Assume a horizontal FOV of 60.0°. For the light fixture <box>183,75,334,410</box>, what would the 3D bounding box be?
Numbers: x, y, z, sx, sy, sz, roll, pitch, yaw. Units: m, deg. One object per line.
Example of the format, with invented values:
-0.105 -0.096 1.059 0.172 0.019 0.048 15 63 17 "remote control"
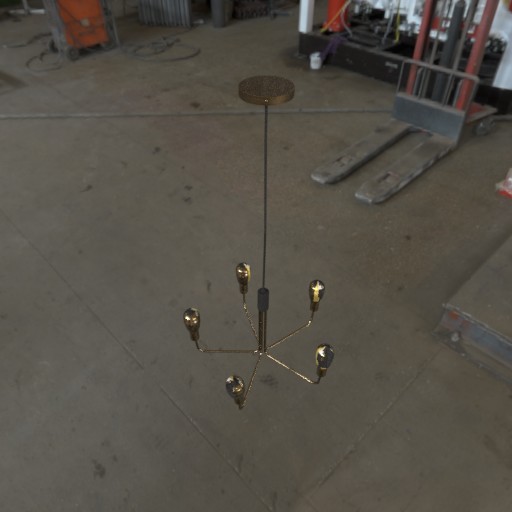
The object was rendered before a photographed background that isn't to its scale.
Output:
0.000 0.000 1.394 0.532 1.059 0.588 0 42 0 "light fixture"
